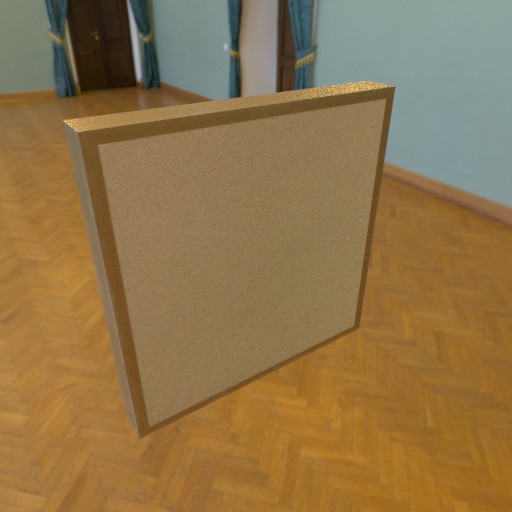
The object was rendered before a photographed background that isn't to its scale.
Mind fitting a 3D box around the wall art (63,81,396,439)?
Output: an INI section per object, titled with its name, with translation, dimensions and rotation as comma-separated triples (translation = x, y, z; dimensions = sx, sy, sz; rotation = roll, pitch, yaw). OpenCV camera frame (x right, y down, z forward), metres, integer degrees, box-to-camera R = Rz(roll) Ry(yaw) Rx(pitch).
[wall art]
translation = 0.000, 0.000, 0.452
dimensions = 0.306, 0.305, 0.038
rotation = -19, 35, -29
